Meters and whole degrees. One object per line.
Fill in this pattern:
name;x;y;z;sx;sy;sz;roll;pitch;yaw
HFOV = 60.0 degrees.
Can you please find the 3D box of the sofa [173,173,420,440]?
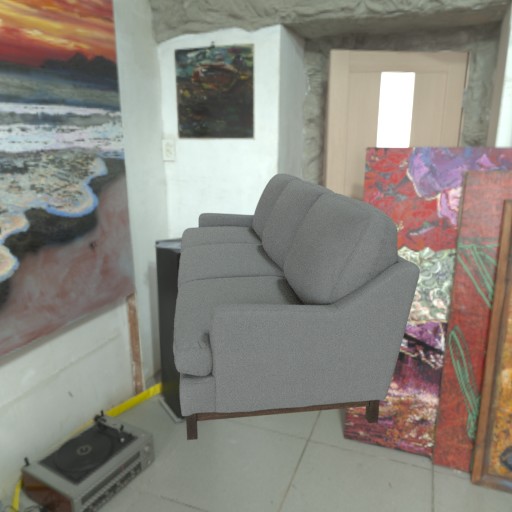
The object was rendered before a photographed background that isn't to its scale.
sofa;0.000;0.000;2.839;0.987;0.926;2.344;-2;15;-8
